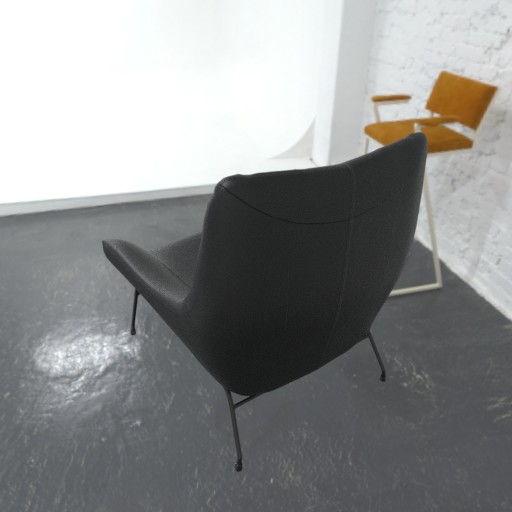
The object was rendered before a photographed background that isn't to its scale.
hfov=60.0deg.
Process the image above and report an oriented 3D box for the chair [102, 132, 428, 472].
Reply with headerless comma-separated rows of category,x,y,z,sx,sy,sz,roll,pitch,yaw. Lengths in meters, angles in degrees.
chair,0.000,0.000,1.537,0.836,0.922,0.826,-19,36,-29
